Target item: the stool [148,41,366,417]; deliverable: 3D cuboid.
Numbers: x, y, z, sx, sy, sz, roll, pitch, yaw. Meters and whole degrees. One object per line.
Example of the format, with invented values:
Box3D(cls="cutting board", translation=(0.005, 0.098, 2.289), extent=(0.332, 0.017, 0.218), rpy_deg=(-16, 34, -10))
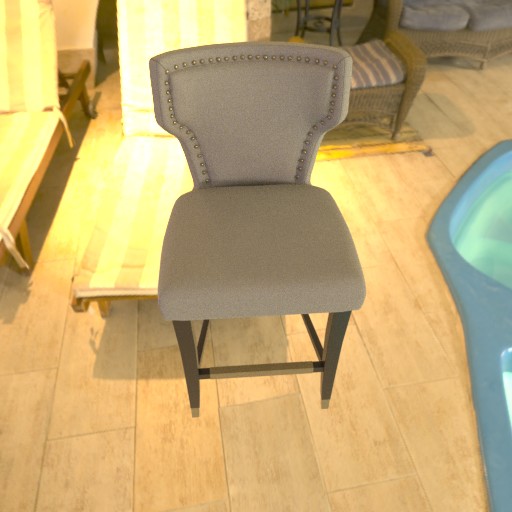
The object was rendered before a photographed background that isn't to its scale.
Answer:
Box3D(cls="stool", translation=(0.000, 0.000, 1.365), extent=(0.526, 1.092, 0.563), rpy_deg=(-3, 46, -3))
